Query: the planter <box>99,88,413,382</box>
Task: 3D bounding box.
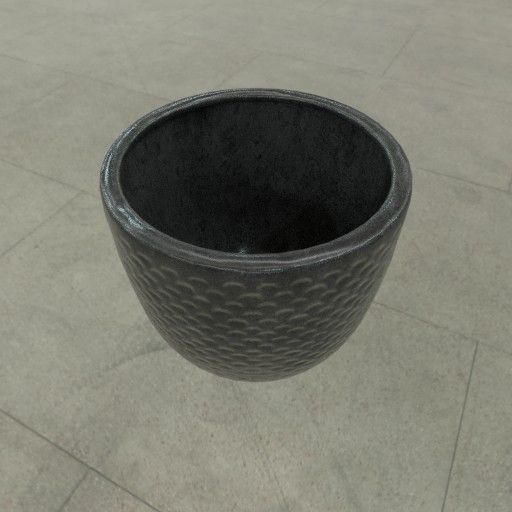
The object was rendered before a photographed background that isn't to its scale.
[{"bbox_3d":[0.000,0.000,0.303,0.172,0.160,0.172,0,46,0],"label":"planter"}]
